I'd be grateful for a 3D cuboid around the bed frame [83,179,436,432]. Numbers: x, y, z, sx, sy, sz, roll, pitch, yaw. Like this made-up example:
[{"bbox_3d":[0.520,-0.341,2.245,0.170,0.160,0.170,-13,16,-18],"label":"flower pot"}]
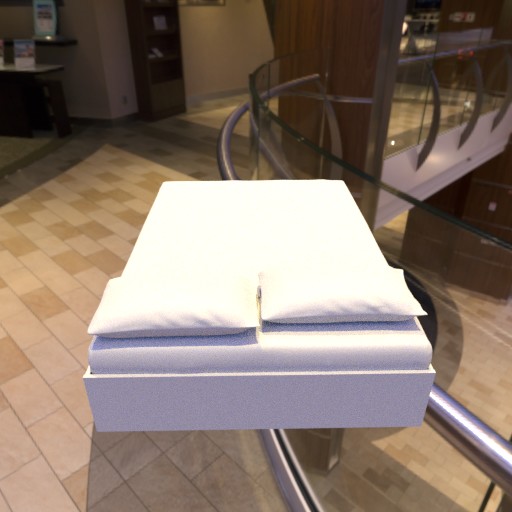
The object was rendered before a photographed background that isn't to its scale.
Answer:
[{"bbox_3d":[0.000,0.000,2.627,1.450,0.629,1.950,-1,30,-1],"label":"bed frame"}]
